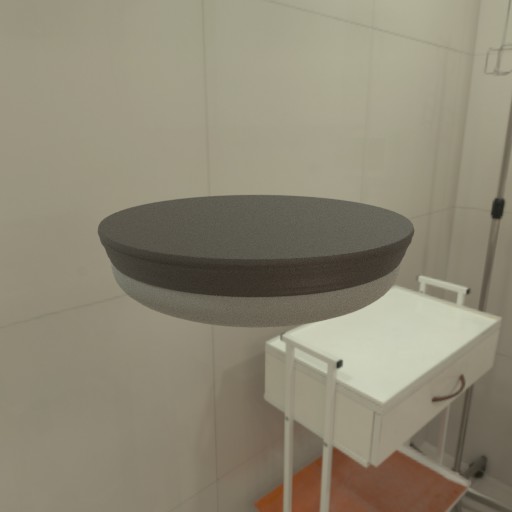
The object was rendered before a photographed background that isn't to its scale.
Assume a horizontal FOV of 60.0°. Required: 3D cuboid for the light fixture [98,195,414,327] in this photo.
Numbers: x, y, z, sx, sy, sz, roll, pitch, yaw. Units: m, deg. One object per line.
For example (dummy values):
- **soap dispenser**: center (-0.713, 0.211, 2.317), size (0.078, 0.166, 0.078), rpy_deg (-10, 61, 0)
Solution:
- **light fixture**: center (0.000, 0.000, 0.557), size (0.368, 0.100, 0.368), rpy_deg (0, 16, 0)
